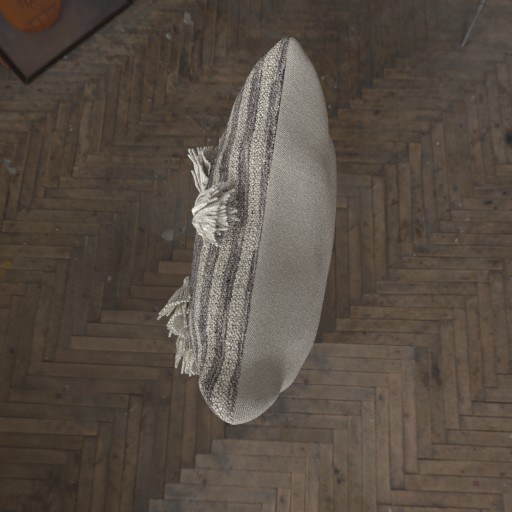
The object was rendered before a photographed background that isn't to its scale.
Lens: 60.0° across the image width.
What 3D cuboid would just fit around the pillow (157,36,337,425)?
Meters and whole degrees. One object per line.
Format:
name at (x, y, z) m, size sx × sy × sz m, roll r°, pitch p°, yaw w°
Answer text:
pillow at (0.000, 0.000, 0.752) m, size 0.234 × 0.490 × 0.484 m, roll 8°, pitch 77°, yaw 2°
